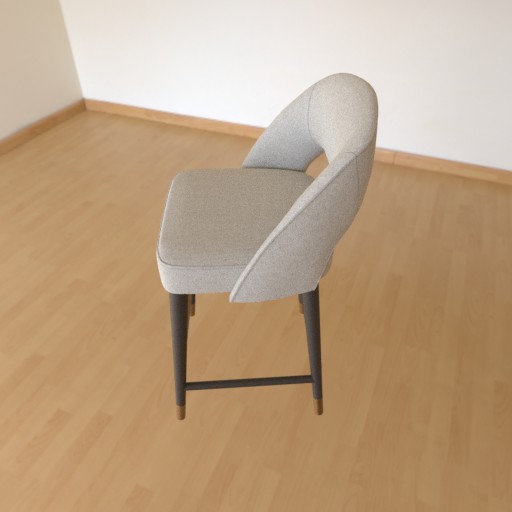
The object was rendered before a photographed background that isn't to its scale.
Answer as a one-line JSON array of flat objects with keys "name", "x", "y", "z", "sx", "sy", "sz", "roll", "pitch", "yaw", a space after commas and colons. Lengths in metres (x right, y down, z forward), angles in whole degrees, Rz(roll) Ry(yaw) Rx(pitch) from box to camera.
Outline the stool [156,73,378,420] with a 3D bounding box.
[{"name": "stool", "x": 0.000, "y": 0.000, "z": 1.248, "sx": 0.509, "sy": 0.940, "sz": 0.494, "roll": -1, "pitch": 40, "yaw": -2}]
